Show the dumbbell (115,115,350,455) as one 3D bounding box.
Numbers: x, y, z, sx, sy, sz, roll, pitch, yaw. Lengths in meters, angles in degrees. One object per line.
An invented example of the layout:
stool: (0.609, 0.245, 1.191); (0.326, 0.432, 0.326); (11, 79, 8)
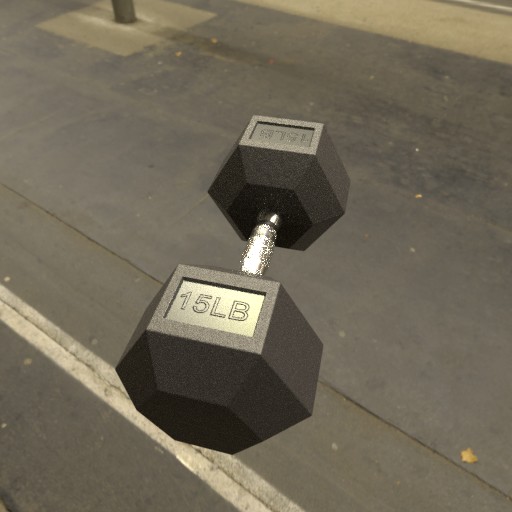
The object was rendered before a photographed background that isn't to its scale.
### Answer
dumbbell: (0.000, 0.000, 0.339); (0.122, 0.106, 0.271); (10, 47, 10)
